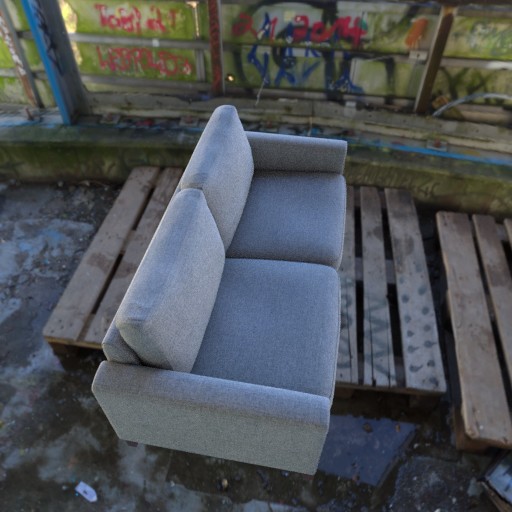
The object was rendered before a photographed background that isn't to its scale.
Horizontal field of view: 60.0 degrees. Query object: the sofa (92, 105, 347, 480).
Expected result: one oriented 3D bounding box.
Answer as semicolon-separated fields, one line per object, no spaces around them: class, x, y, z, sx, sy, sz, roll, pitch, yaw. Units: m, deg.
sofa;0.000;0.000;2.453;0.969;0.892;1.978;7;47;7
